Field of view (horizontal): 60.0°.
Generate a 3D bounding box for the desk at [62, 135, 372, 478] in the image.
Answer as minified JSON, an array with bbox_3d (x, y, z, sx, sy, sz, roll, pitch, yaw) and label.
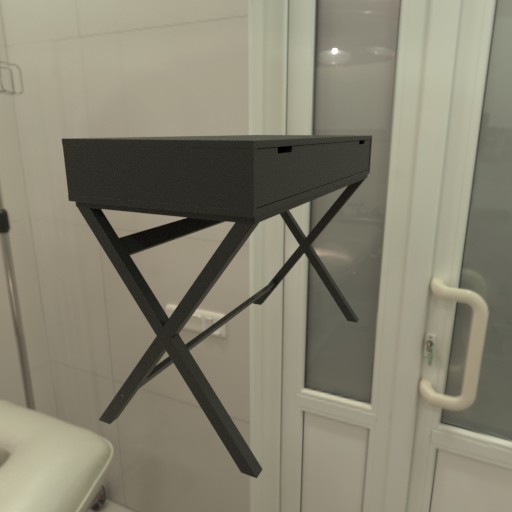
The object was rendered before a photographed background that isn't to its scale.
[{"bbox_3d":[0.000,0.000,1.501,0.504,0.780,1.057,8,17,25],"label":"desk"}]
